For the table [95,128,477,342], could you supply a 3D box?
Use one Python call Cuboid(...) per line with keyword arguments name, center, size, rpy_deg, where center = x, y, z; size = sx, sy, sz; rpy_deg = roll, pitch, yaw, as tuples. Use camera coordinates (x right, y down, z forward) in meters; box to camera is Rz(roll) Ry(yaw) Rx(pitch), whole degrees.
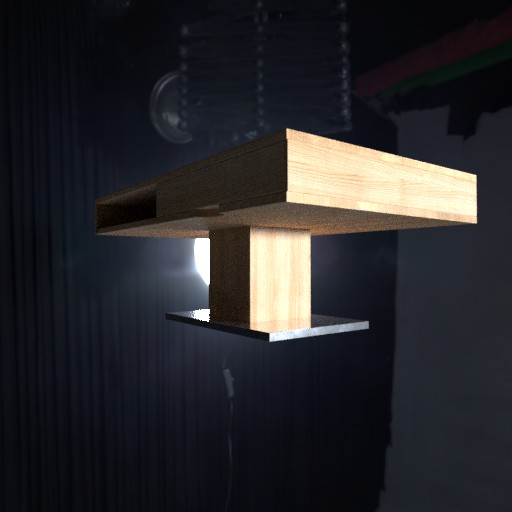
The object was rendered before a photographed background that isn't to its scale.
Cuboid(name="table", center=(0.000, 0.000, 1.451), size=(0.700, 0.440, 1.100), rpy_deg=(1, -1, -37))
